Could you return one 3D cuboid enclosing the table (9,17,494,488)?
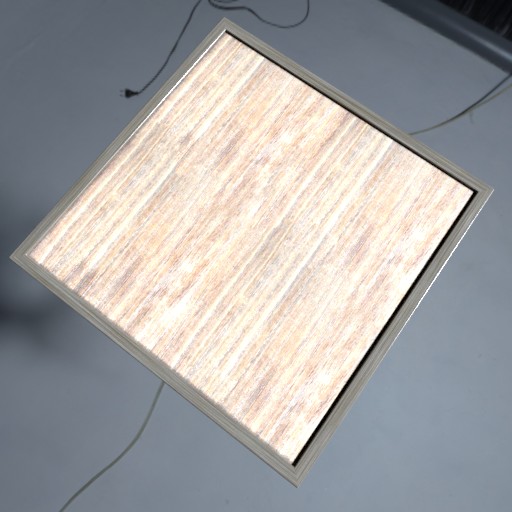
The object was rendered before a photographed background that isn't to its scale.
[{"bbox_3d":[0.000,0.000,1.024,0.611,0.507,0.609,36,79,8],"label":"table"}]
